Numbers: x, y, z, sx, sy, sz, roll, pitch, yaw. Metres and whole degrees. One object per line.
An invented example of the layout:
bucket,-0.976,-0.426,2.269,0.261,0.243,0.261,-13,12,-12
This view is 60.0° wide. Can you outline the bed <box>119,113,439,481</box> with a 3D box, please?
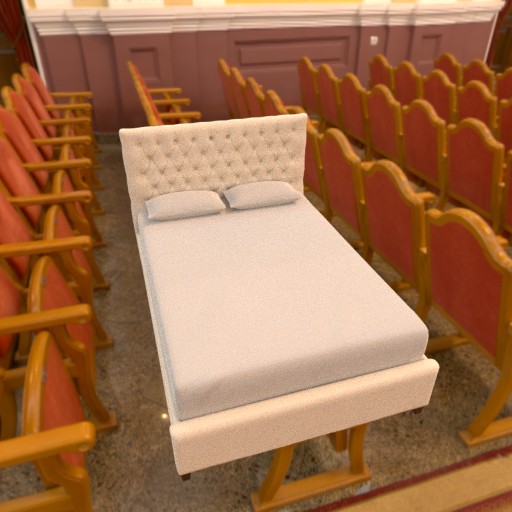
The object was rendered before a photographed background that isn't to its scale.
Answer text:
bed,0.000,0.000,3.363,1.698,1.427,2.387,-10,34,-14
